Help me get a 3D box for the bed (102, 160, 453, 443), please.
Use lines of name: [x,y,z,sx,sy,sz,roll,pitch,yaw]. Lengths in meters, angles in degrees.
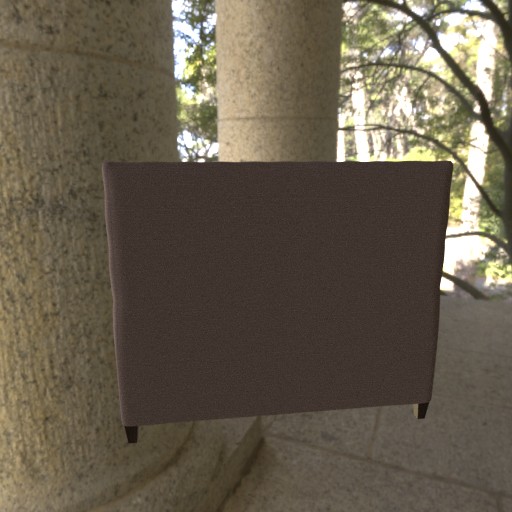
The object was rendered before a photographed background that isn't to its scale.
bed: [0.000,0.000,3.282,1.696,1.426,2.233,-2,14,-8]
